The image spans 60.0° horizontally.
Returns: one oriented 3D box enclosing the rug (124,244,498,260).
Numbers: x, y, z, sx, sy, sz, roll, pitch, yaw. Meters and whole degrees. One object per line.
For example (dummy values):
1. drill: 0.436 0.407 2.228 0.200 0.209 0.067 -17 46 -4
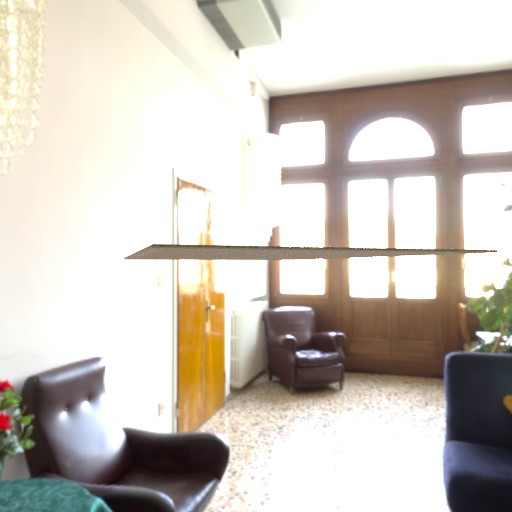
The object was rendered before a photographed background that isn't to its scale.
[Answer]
1. rug: 0.000 0.000 2.822 1.521 0.015 2.280 0 -2 -19
